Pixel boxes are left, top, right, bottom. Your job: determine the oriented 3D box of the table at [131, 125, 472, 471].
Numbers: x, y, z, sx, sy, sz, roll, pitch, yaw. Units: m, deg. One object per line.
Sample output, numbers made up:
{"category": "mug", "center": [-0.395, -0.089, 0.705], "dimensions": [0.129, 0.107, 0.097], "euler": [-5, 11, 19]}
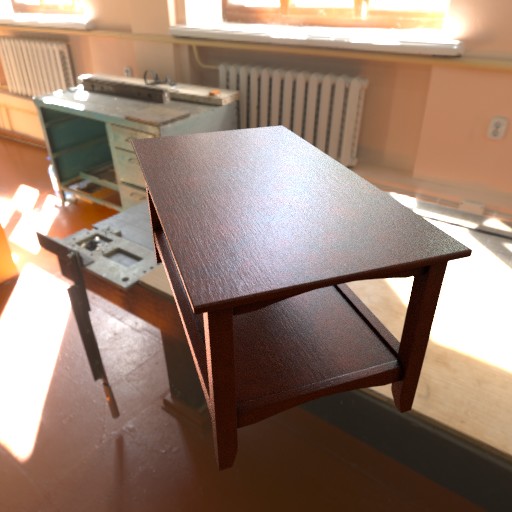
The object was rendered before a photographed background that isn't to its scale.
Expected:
{"category": "table", "center": [0.000, 0.000, 1.253], "dimensions": [0.533, 0.456, 0.943], "euler": [-10, 32, -16]}
